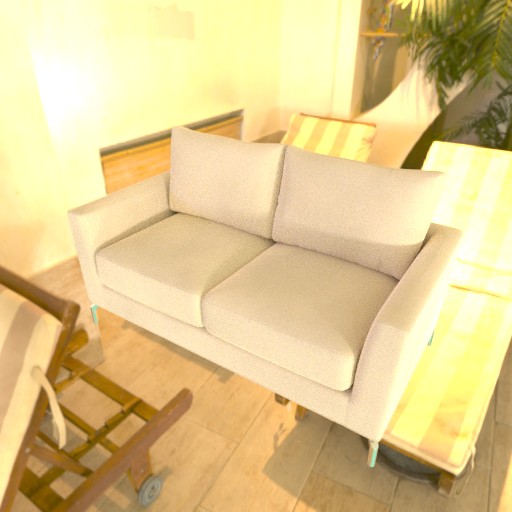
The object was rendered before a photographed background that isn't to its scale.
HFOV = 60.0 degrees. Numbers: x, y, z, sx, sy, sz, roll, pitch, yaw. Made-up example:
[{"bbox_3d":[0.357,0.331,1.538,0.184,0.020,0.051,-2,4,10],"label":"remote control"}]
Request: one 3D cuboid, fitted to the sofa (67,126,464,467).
[{"bbox_3d":[0.000,0.000,2.239,1.739,0.995,0.906,18,34,29],"label":"sofa"}]
